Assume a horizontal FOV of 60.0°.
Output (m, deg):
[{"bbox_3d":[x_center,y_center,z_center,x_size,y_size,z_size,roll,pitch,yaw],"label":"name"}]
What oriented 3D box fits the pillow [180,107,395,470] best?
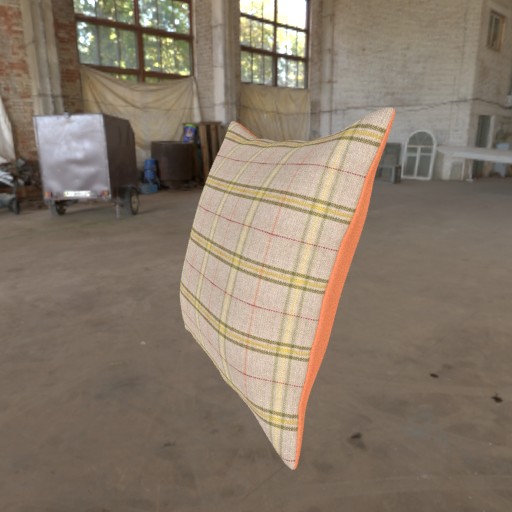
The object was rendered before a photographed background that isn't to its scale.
[{"bbox_3d":[0.000,0.000,0.708,0.200,0.430,0.453,-7,17,-25],"label":"pillow"}]
